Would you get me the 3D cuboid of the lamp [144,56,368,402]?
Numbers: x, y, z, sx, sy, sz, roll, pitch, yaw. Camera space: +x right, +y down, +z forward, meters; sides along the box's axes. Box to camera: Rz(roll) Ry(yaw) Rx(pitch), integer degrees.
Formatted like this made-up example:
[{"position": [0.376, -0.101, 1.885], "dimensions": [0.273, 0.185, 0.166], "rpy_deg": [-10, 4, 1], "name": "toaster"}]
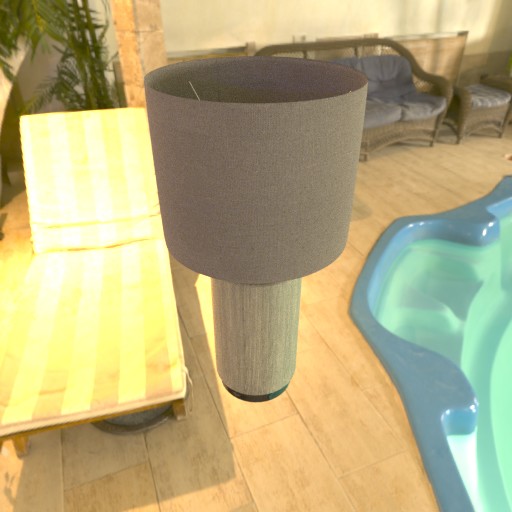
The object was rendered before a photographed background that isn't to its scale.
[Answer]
[{"position": [0.000, 0.000, 0.577], "dimensions": [0.228, 0.444, 0.228], "rpy_deg": [-9, 34, -14], "name": "lamp"}]
